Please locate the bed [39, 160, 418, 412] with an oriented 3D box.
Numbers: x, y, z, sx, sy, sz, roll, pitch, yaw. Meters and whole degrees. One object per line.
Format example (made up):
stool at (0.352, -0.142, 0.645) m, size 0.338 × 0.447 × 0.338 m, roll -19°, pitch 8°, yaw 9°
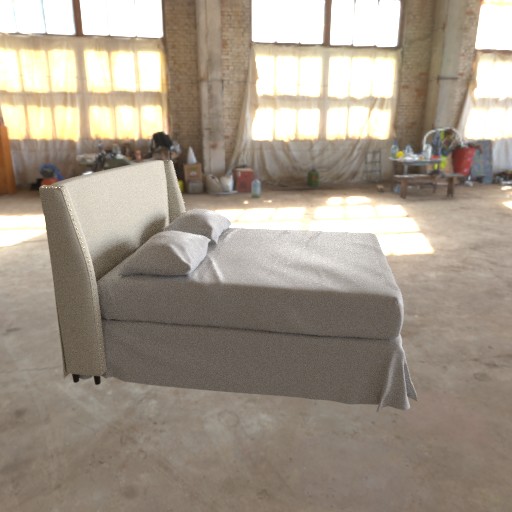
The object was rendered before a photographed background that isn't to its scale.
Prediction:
bed at (0.000, 0.000, 3.470) m, size 2.276 × 1.332 × 1.925 m, roll 3°, pitch 17°, yaw 9°
